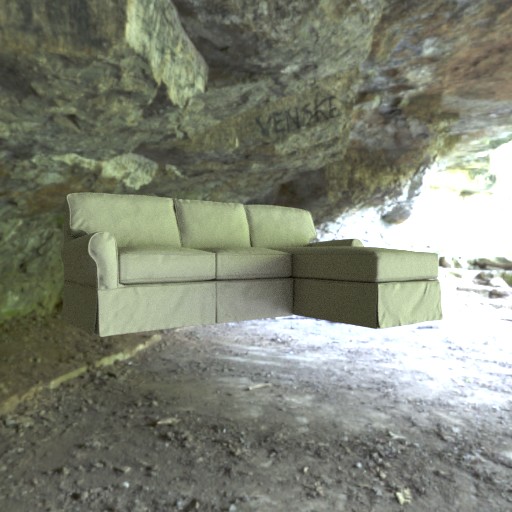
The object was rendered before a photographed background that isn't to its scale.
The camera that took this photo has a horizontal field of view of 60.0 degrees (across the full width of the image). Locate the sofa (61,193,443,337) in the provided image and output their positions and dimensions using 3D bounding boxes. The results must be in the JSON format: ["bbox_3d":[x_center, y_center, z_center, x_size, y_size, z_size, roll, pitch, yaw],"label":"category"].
[{"bbox_3d":[0.000,0.000,3.365,2.475,0.978,1.733,0,0,-36],"label":"sofa"}]
